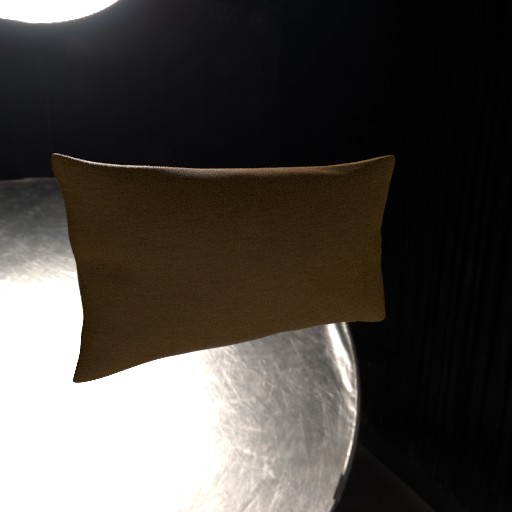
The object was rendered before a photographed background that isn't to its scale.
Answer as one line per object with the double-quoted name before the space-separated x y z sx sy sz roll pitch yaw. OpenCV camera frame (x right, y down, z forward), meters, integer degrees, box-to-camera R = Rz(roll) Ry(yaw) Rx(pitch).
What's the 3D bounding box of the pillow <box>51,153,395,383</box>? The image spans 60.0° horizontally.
"pillow" 0.000 0.000 0.785 0.634 0.354 0.210 -7 15 -26
